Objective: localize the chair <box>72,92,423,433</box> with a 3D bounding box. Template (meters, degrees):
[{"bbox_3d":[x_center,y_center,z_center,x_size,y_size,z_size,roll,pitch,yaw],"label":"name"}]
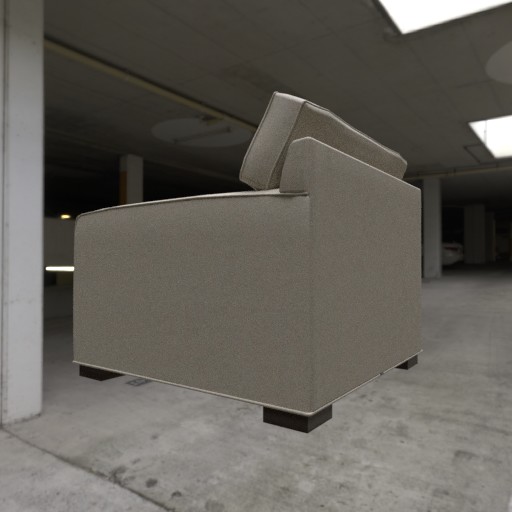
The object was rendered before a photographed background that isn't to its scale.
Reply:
[{"bbox_3d":[0.000,0.000,1.798,1.043,0.913,0.998,-1,-1,36],"label":"chair"}]
